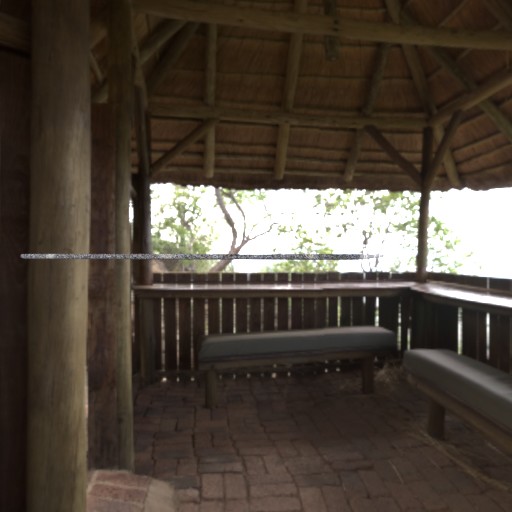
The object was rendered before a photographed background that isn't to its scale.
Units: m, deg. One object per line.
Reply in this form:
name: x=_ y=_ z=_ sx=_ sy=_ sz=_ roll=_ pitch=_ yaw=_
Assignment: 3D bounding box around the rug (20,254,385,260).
rug: x=0.000 y=0.000 z=3.382 sx=1.801 sy=0.026 sz=2.701 roll=0 pitch=0 yaw=18
